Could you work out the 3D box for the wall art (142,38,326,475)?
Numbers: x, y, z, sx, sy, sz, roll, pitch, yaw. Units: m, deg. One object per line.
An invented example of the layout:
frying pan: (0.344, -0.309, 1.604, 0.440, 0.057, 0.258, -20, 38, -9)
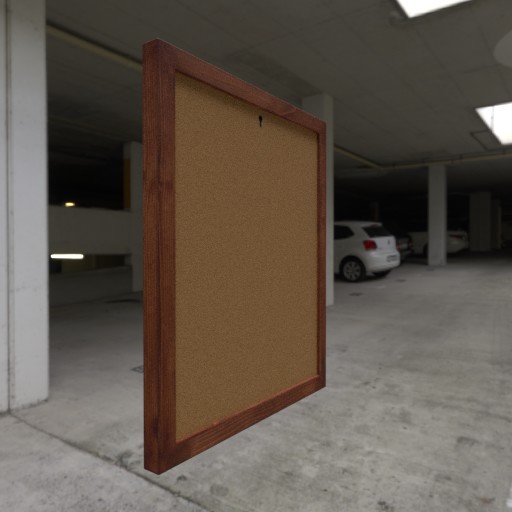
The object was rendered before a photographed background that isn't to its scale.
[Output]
wall art: (0.000, 0.000, 0.758, 0.030, 0.558, 0.462, 0, 1, 36)
